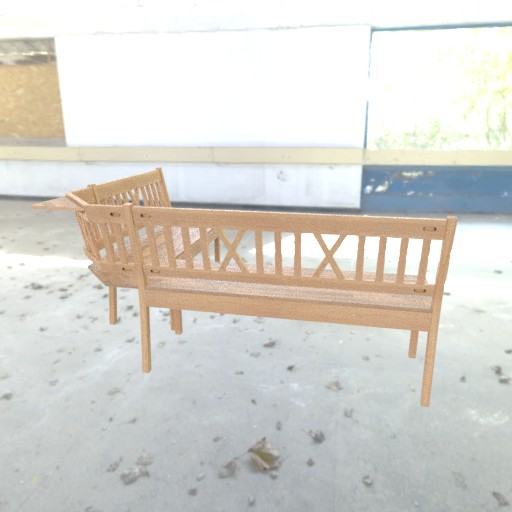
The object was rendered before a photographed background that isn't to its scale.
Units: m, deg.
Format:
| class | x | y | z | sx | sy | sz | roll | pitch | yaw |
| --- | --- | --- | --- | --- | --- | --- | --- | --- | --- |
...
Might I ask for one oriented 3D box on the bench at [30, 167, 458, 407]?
| class | x | y | z | sx | sy | sz | roll | pitch | yaw |
| --- | --- | --- | --- | --- | --- | --- | --- | --- | --- |
| bench | 0.000 | 0.000 | 2.775 | 1.937 | 0.902 | 1.537 | 4 | 18 | 11 |
